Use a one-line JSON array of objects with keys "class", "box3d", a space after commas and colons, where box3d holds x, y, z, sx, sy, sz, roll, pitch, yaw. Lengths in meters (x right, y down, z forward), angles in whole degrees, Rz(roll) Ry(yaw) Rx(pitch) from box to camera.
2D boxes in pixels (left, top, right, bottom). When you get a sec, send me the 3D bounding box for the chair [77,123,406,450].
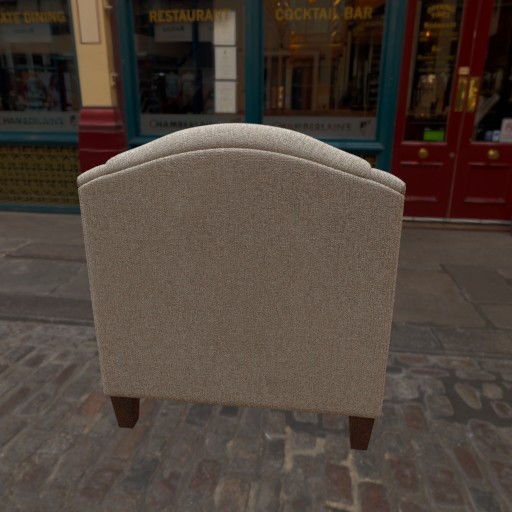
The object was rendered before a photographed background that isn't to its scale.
[{"class": "chair", "box3d": [0.000, 0.000, 1.442, 0.763, 0.839, 0.787, 2, 18, 7]}]
